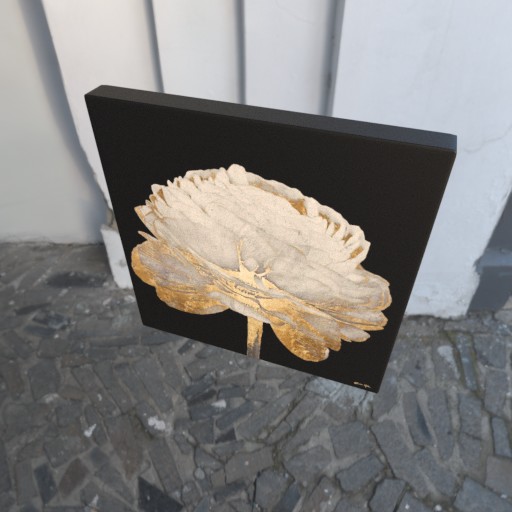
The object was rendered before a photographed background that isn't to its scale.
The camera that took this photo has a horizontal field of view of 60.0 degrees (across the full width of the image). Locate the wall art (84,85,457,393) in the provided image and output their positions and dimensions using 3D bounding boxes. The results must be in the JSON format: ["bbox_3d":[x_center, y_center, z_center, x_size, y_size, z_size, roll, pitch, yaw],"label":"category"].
[{"bbox_3d":[0.000,0.000,0.604,0.406,0.407,0.041,13,43,15],"label":"wall art"}]
